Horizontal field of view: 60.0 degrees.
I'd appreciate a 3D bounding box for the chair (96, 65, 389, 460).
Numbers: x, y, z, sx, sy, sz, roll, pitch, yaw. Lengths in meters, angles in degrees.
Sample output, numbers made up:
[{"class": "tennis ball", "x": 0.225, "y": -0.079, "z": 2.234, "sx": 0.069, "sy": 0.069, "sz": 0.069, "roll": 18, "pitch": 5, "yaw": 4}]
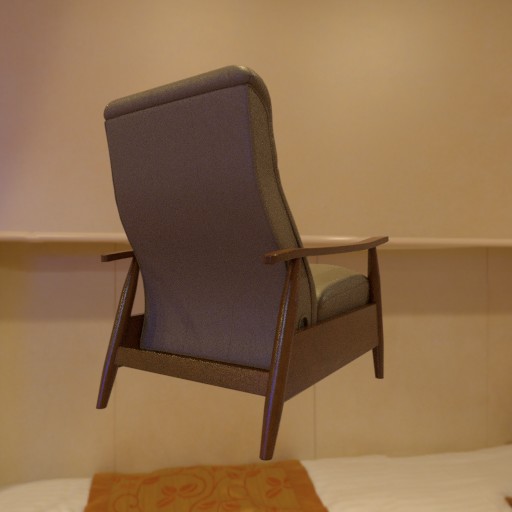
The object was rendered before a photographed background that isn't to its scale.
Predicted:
[{"class": "chair", "x": 0.000, "y": 0.000, "z": 1.779, "sx": 0.762, "sy": 1.082, "sz": 1.014, "roll": 0, "pitch": 0, "yaw": 34}]
